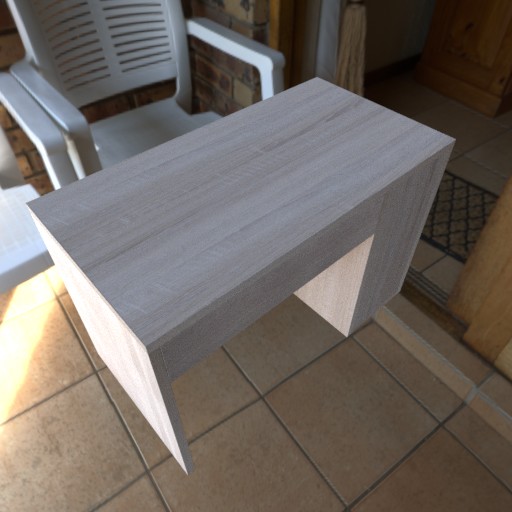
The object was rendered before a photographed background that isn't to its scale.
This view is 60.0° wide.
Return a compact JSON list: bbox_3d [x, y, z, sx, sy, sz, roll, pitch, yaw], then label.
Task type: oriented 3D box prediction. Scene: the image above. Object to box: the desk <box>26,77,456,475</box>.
[{"bbox_3d":[0.000,0.000,1.516,1.100,0.731,0.600,-33,54,-27],"label":"desk"}]
